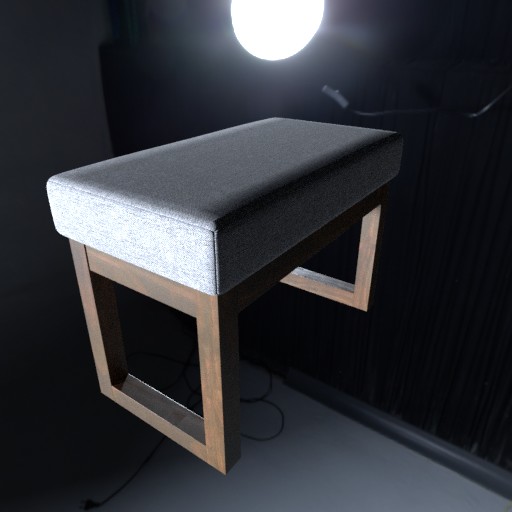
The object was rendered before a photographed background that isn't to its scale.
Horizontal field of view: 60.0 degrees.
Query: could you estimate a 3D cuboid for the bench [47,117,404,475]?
[{"bbox_3d":[0.000,0.000,0.962,0.366,0.467,0.681,18,32,31],"label":"bench"}]
